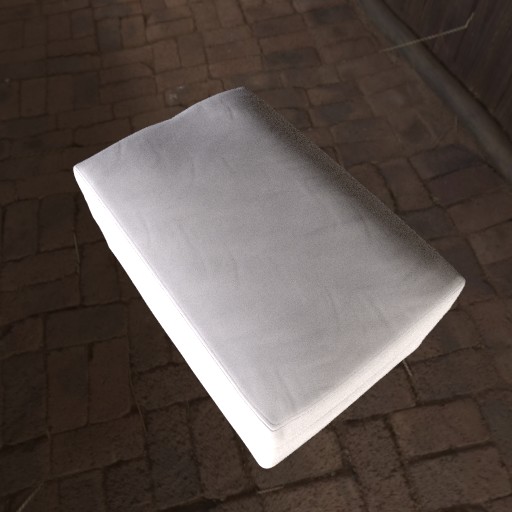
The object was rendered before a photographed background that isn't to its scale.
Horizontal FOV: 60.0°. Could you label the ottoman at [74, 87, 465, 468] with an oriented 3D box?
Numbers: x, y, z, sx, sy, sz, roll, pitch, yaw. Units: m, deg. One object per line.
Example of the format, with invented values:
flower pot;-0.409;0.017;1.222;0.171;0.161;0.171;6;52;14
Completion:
ottoman;0.000;0.000;1.204;0.590;0.444;0.872;-33;63;-19
